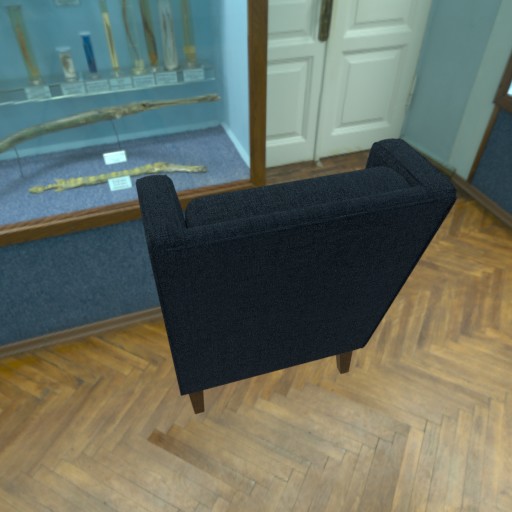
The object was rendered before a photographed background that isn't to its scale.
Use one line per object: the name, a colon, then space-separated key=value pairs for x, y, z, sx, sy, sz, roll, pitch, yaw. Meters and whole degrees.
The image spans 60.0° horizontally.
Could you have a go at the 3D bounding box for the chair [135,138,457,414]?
chair: x=0.000 y=0.000 z=1.684 sx=0.764 sy=1.072 sz=0.947 roll=-12 pitch=43 yaw=-12
